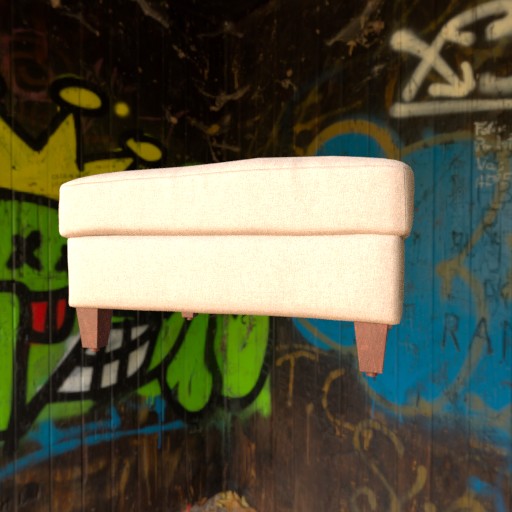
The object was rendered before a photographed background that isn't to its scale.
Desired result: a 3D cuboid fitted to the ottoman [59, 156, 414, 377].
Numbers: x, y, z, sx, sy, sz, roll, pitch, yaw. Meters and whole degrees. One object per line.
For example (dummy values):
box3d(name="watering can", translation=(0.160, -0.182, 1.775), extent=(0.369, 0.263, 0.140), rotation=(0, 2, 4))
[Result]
box3d(name="ottoman", translation=(0.000, 0.000, 1.352), extent=(0.902, 0.511, 0.692), rotation=(0, 1, 19))
